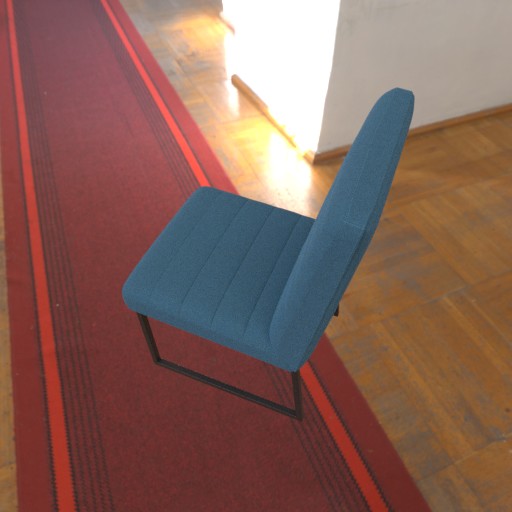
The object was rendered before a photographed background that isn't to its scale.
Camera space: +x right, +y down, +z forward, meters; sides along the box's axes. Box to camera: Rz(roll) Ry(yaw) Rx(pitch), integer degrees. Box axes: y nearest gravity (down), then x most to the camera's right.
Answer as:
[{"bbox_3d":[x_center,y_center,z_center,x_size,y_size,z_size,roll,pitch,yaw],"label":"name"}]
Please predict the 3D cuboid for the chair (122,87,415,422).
[{"bbox_3d":[0.000,0.000,1.306,0.634,0.930,0.520,17,50,15],"label":"chair"}]
